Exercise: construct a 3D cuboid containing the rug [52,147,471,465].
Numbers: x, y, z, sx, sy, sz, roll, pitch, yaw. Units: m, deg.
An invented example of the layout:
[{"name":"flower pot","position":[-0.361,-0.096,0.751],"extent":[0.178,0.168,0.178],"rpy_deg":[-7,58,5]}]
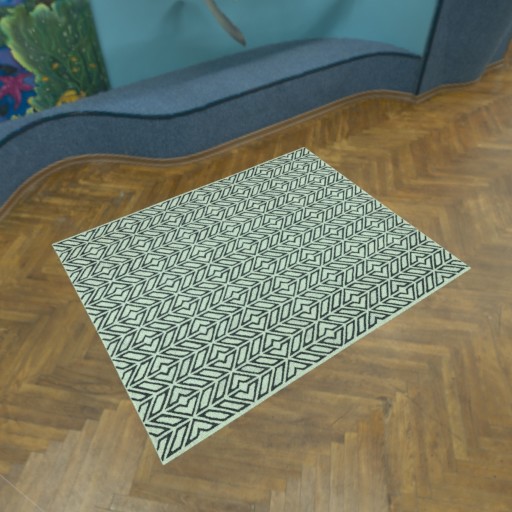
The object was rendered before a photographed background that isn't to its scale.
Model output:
[{"name":"rug","position":[0.000,0.000,4.101],"extent":[3.045,0.008,2.421],"rpy_deg":[-26,51,-23]}]
